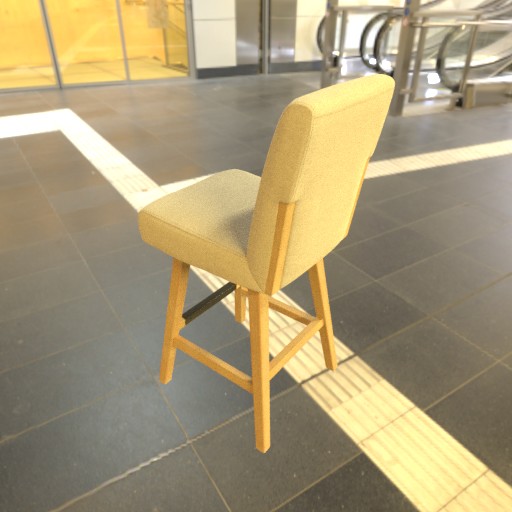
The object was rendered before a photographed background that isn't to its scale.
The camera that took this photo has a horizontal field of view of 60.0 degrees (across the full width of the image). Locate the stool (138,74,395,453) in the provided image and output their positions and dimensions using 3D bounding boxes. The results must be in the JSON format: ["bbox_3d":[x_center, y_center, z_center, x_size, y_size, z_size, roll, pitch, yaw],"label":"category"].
[{"bbox_3d":[0.000,0.000,1.305,0.543,1.015,0.446,22,38,32],"label":"stool"}]
